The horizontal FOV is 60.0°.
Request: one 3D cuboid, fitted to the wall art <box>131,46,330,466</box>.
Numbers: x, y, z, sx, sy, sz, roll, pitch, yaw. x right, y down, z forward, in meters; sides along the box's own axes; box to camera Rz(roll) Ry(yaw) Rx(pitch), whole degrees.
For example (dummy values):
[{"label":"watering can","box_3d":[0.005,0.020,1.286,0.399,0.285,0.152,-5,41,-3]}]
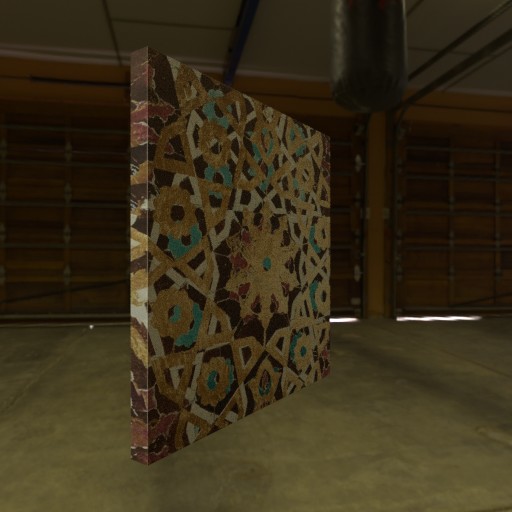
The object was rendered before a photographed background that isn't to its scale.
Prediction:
[{"label":"wall art","box_3d":[0.000,0.000,0.908,0.041,0.613,0.609,0,0,35]}]
